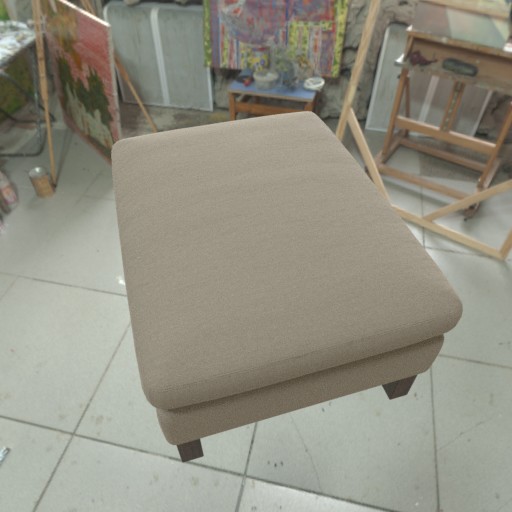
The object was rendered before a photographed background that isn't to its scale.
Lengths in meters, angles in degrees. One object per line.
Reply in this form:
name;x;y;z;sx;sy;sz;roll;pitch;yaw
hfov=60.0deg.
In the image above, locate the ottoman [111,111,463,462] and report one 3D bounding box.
ottoman;0.000;0.000;1.098;0.606;0.420;0.771;-12;47;-11
